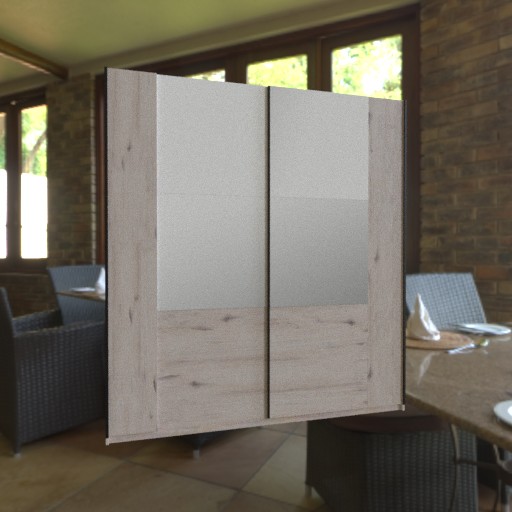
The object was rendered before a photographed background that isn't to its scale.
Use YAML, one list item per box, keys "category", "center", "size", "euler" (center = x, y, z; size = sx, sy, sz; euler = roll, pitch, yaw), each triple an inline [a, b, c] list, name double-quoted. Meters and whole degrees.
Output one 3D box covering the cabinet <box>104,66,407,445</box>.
- category: "cabinet"
  center: [0.000, 0.000, 3.143]
  size: [2.000, 2.180, 0.660]
  euler: [0, 1, -16]
